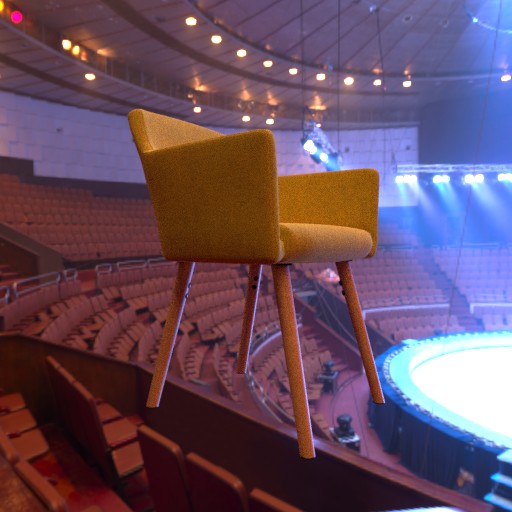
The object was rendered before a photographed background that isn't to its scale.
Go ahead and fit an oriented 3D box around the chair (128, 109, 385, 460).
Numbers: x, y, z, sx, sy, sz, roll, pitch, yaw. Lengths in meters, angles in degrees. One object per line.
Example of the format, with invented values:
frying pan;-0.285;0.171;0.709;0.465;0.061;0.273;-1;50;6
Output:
chair;0.000;0.000;1.182;0.570;0.780;0.570;1;2;36
